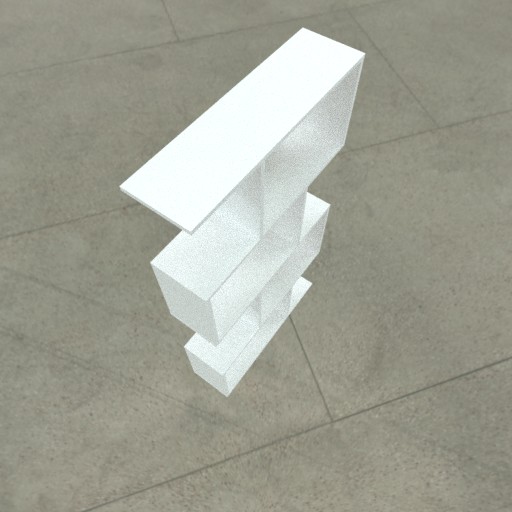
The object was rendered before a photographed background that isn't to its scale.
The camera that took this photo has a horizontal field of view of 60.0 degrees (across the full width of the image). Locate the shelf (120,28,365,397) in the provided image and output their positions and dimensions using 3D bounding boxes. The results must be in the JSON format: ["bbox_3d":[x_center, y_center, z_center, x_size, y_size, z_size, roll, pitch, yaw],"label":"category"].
[{"bbox_3d":[0.000,0.000,2.028,0.250,1.650,0.890,32,64,18],"label":"shelf"}]
